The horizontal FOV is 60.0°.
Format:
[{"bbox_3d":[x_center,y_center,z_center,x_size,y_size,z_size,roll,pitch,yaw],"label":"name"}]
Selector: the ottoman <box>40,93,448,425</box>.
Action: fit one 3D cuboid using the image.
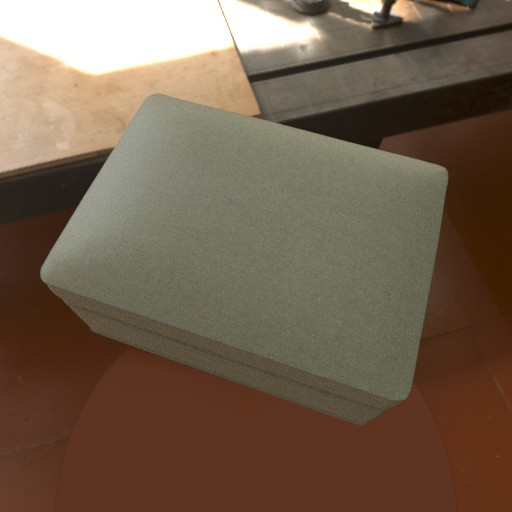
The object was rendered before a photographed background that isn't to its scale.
[{"bbox_3d":[0.000,0.000,1.226,0.843,0.504,0.619,17,65,8],"label":"ottoman"}]
